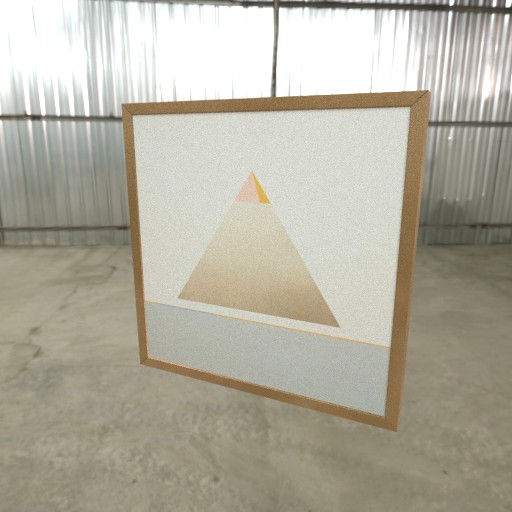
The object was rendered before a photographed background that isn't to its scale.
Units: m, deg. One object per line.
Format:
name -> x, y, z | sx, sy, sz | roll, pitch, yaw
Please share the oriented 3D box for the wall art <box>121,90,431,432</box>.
wall art -> 0.000, 0.000, 0.762 | 0.513, 0.511, 0.038 | 7, 16, 25
